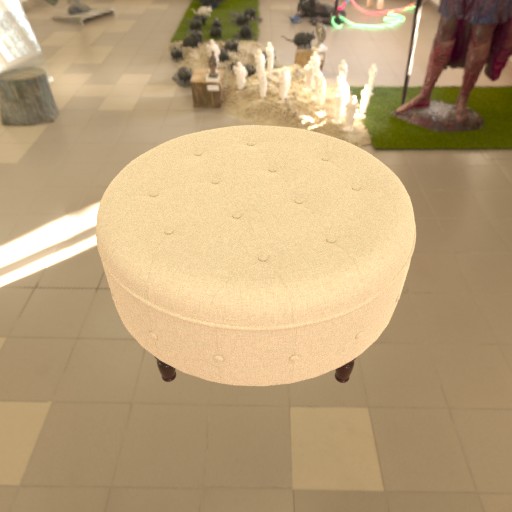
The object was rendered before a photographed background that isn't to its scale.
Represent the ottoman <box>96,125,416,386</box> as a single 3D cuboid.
[{"bbox_3d":[0.000,0.000,1.327,0.848,0.494,0.848,0,41,0],"label":"ottoman"}]
